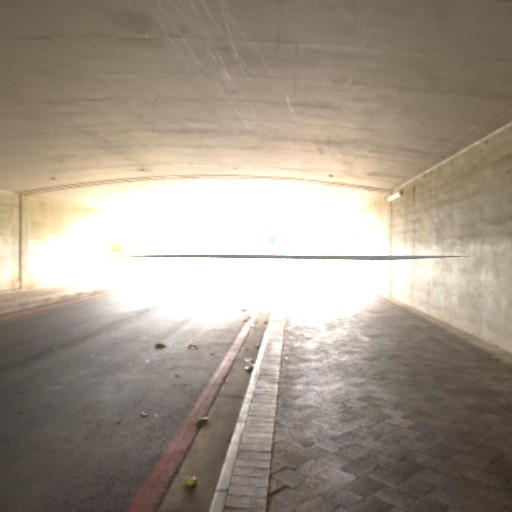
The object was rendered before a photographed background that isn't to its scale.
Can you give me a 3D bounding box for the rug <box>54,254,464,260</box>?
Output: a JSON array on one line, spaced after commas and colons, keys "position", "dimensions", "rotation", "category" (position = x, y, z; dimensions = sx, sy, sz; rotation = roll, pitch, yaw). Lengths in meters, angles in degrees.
[{"position": [0.000, 0.000, 2.321], "dimensions": [1.835, 0.003, 1.206], "rotation": [1, 1, 37], "category": "rug"}]
